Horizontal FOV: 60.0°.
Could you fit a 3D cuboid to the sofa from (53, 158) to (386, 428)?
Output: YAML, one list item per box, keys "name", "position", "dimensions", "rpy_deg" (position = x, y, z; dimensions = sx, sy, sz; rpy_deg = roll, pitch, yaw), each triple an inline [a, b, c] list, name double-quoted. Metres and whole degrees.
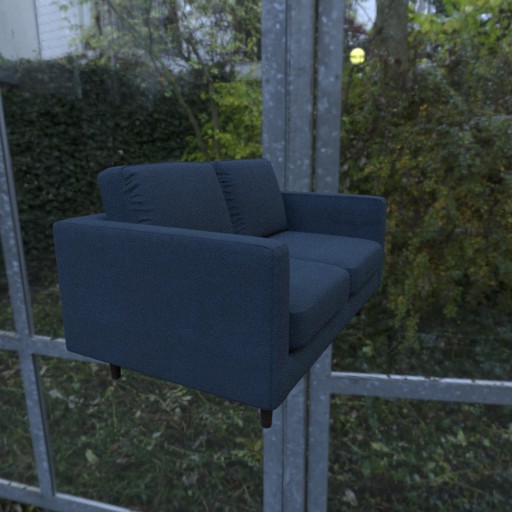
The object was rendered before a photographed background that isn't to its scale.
- name: "sofa"
  position: [0.000, 0.000, 2.204]
  dimensions: [0.999, 0.930, 1.518]
  rpy_deg: [7, 16, 27]
